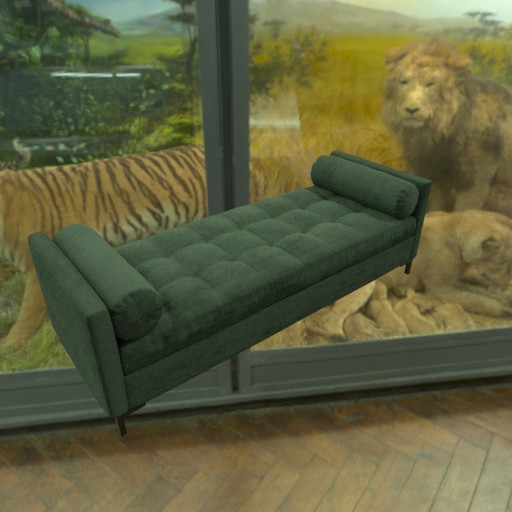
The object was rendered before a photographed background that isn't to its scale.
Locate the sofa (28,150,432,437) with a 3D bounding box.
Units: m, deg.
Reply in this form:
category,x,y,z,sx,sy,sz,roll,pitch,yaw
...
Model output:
category,x,y,z,sx,sy,sz,roll,pitch,yaw
sofa,0.000,0.000,2.502,2.130,0.681,0.817,-22,37,-32
